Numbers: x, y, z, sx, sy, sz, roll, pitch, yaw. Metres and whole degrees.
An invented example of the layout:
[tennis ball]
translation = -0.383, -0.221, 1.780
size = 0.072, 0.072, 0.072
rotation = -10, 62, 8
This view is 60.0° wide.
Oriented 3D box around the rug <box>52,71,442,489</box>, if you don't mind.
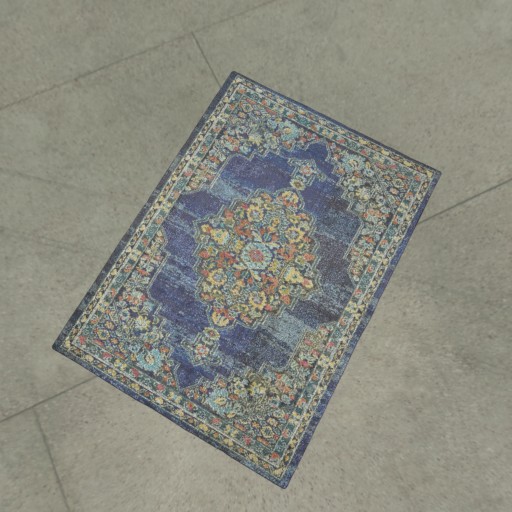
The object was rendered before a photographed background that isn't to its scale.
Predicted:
[rug]
translation = 0.000, 0.000, 2.839
size = 1.630, 0.009, 2.232
rotation = 28, 78, 7
